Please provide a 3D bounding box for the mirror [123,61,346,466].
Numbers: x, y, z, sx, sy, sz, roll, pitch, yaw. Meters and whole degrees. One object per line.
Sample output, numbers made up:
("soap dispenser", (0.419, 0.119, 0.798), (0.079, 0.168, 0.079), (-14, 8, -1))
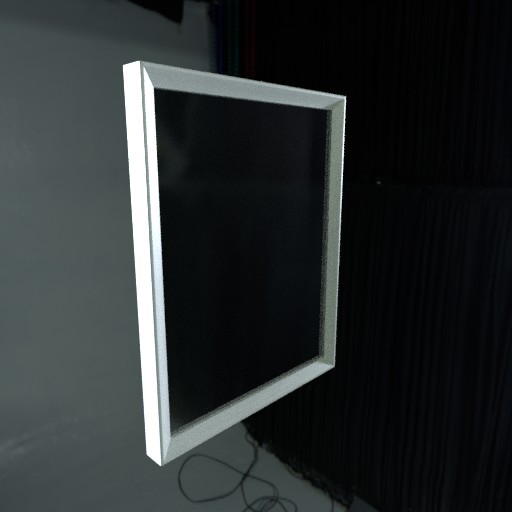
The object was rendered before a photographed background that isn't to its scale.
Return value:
("mirror", (0.000, 0.000, 0.695), (0.041, 0.509, 0.406), (12, 17, 43))
